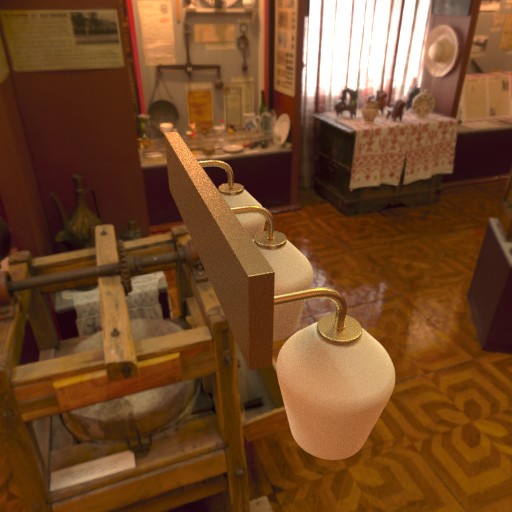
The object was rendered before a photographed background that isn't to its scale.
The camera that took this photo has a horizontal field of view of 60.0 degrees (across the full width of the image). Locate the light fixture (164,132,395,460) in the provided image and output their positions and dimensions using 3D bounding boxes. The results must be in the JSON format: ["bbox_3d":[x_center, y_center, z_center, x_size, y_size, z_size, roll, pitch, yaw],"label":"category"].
[{"bbox_3d":[0.000,0.000,0.709,0.190,0.280,0.609,-9,31,-16],"label":"light fixture"}]
